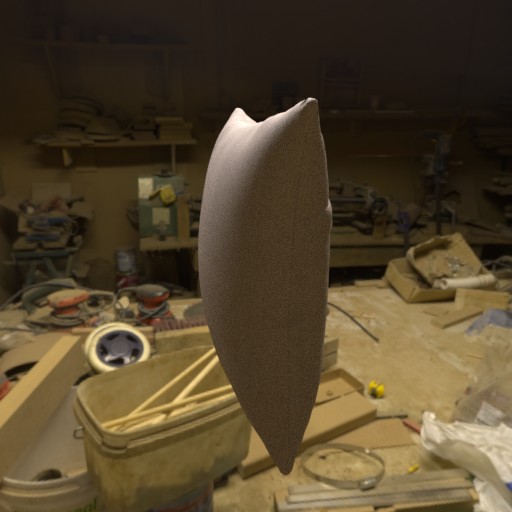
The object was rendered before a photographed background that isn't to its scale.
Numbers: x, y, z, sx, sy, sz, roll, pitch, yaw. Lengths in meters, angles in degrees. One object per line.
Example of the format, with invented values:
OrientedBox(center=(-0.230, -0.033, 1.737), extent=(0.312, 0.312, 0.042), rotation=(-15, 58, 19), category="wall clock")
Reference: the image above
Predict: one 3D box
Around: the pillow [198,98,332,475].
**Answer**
OrientedBox(center=(0.000, 0.000, 0.675), extent=(0.173, 0.436, 0.433), rotation=(-3, 18, -11), category="pillow")
